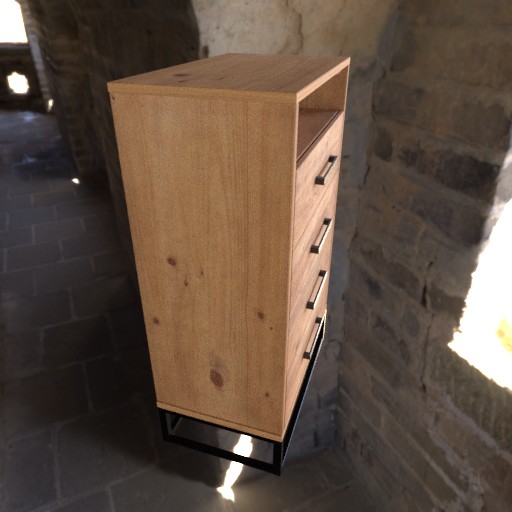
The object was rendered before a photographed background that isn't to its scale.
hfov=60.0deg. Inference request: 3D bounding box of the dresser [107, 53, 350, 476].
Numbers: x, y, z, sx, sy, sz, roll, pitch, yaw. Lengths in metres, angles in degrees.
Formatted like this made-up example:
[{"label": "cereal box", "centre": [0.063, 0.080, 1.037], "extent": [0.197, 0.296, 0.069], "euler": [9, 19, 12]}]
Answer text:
[{"label": "dresser", "centre": [0.000, 0.000, 1.572], "extent": [0.479, 1.240, 0.761], "euler": [9, 31, 16]}]
